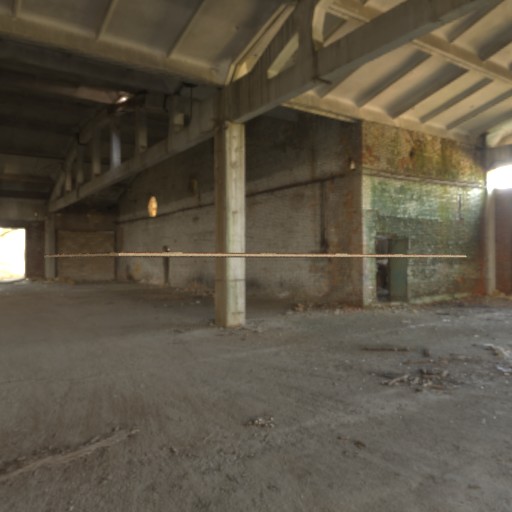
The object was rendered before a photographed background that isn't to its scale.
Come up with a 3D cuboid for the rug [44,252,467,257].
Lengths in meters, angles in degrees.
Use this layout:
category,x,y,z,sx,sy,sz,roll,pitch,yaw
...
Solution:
category,x,y,z,sx,sy,sz,roll,pitch,yaw
rug,0.000,0.000,2.895,2.286,0.016,1.555,0,0,-35
